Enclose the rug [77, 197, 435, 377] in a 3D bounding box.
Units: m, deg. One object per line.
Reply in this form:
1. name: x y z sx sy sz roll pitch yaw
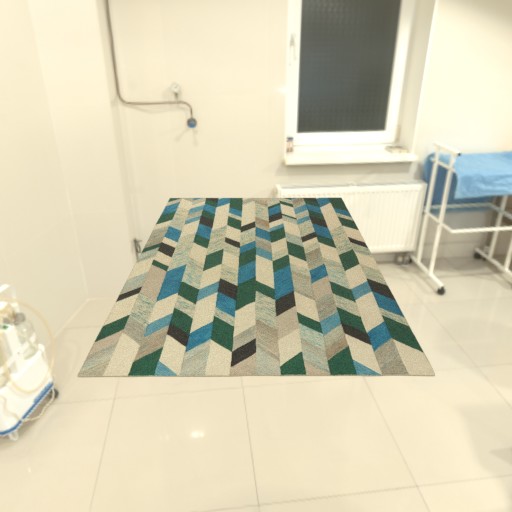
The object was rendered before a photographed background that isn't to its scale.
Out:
1. rug: 0.000 0.000 2.327 1.229 0.005 1.827 0 27 0
